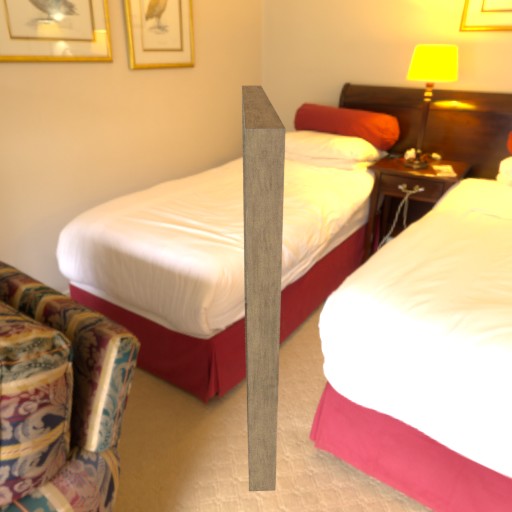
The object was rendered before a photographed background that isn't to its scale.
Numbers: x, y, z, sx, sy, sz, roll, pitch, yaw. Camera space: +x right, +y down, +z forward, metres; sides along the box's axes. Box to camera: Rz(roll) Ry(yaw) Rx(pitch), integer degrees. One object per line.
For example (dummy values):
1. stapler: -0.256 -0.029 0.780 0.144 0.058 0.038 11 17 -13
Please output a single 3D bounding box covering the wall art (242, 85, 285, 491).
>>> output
1. wall art: 0.000 0.000 0.759 0.038 0.508 0.508 -1 25 -2
